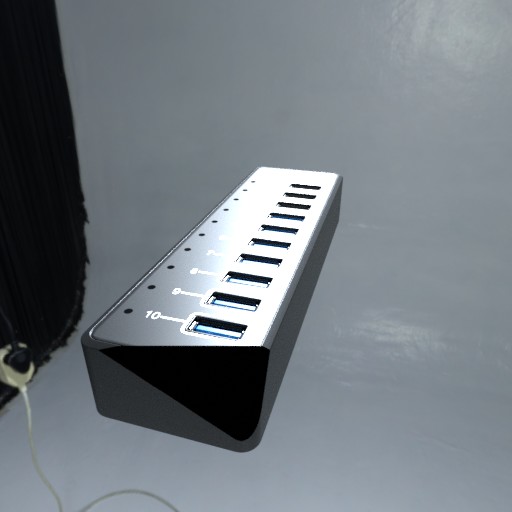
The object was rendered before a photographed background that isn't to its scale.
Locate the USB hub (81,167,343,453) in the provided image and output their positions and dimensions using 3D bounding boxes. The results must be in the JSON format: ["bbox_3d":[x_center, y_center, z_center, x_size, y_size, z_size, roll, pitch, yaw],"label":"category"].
[{"bbox_3d":[0.000,0.000,0.162,0.044,0.023,0.145,8,29,15],"label":"USB hub"}]
